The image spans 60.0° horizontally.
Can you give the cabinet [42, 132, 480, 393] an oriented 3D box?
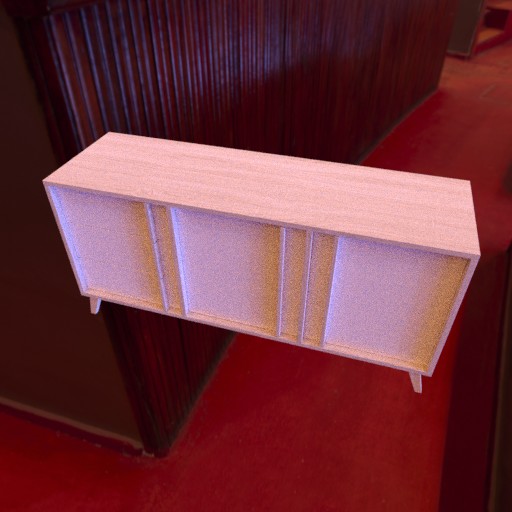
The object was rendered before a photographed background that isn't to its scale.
[{"bbox_3d":[0.000,0.000,2.032,1.649,0.780,0.500,11,40,13],"label":"cabinet"}]
